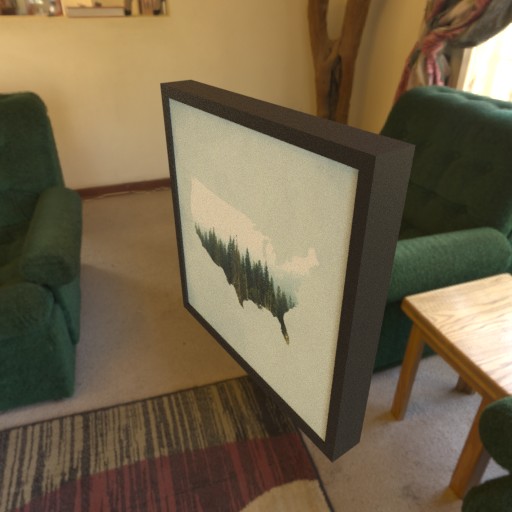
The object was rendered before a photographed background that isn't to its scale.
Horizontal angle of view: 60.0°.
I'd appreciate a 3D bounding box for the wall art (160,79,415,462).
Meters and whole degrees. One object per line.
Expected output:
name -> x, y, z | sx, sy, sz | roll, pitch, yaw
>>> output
wall art -> 0.000, 0.000, 0.464 | 0.038, 0.304, 0.304 | -20, 37, -30
